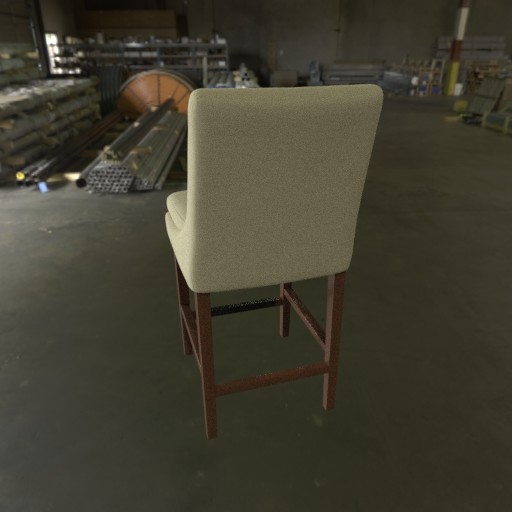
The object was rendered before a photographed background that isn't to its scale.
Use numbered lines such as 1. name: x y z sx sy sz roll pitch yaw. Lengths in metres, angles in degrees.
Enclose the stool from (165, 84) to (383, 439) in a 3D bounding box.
1. stool: 0.000 0.000 1.318 0.470 0.981 0.577 -8 26 -15
